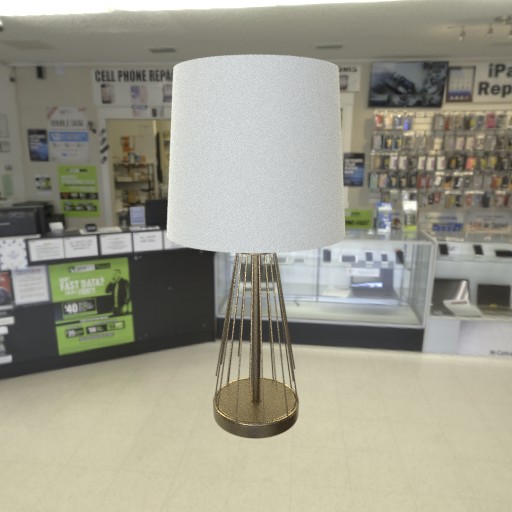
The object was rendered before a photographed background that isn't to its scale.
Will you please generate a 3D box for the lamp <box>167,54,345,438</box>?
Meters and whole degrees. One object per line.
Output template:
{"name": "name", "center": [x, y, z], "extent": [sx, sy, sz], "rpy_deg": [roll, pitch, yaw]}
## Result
{"name": "lamp", "center": [0.000, 0.000, 0.777], "extent": [0.303, 0.618, 0.303], "rpy_deg": [0, 14, 0]}
